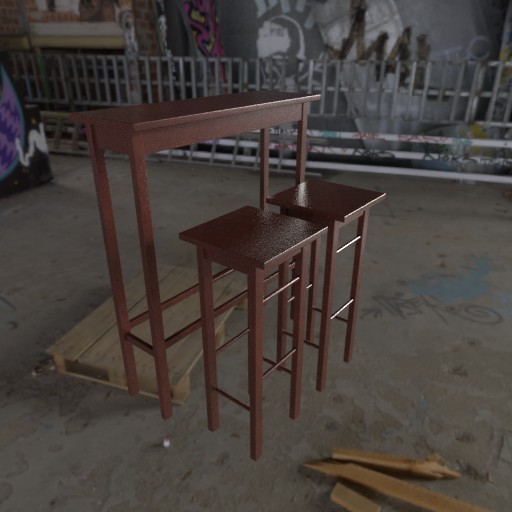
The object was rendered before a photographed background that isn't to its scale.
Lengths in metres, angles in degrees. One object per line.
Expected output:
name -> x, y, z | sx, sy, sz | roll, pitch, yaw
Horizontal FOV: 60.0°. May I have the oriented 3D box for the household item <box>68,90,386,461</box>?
household item -> 0.000, 0.000, 1.659 | 0.676, 1.067, 0.914 | 19, 32, 34
